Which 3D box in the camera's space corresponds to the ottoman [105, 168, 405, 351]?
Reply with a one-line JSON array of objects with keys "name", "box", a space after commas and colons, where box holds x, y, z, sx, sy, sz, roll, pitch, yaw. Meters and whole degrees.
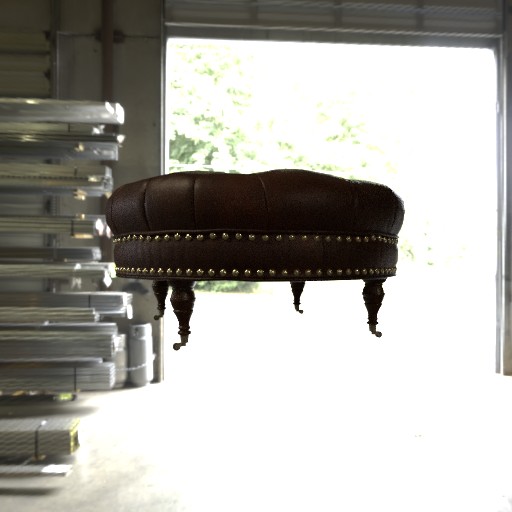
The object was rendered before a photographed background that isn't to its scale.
[{"name": "ottoman", "box": [0.000, 0.000, 1.396, 0.901, 0.455, 0.901, 0, 0, 0]}]
